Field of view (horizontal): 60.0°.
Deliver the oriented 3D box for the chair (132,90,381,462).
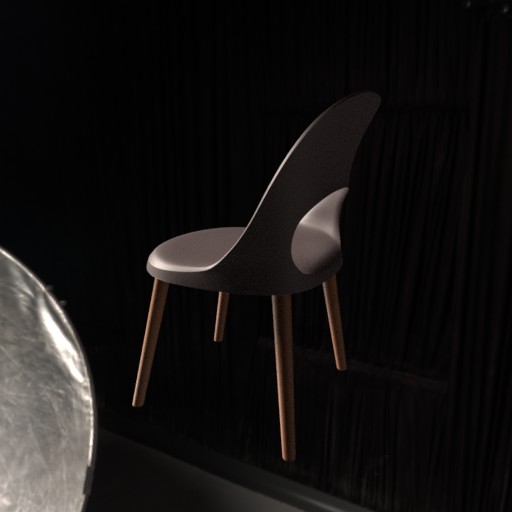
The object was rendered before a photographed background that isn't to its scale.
[{"bbox_3d":[0.000,0.000,1.161,0.556,0.794,0.470,8,18,25],"label":"chair"}]
